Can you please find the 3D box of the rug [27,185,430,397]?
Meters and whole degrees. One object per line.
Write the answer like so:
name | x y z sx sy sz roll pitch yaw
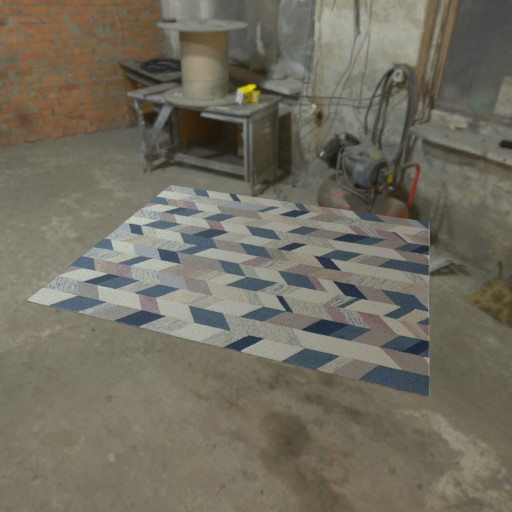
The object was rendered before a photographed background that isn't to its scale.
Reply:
rug | 0.000 0.000 4.118 3.072 0.011 2.451 10 34 16
